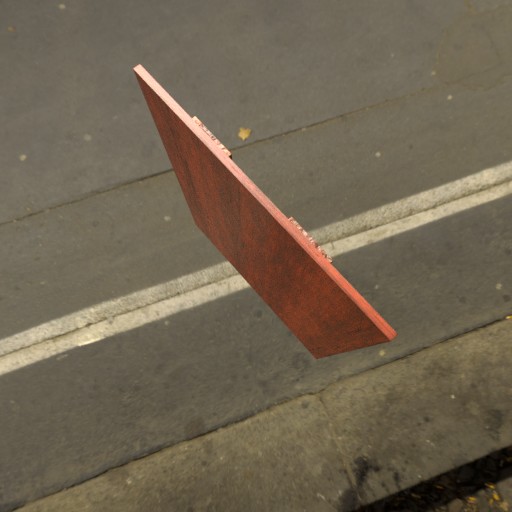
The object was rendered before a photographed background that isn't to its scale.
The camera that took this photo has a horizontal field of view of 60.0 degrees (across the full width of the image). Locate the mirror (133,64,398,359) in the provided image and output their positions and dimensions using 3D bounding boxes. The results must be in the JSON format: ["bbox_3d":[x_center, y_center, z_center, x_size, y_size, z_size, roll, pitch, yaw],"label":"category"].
[{"bbox_3d":[0.000,0.000,1.075,0.021,0.805,0.600,-40,79,-10],"label":"mirror"}]
